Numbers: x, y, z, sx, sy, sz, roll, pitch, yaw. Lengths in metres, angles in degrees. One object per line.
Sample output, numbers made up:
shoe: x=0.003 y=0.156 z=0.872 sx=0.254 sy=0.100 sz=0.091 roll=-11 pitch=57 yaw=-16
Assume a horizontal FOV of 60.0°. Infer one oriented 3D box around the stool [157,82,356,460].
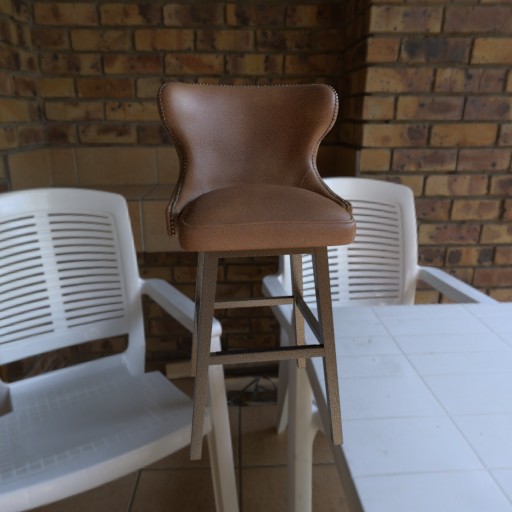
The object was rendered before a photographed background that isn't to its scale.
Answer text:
stool: x=0.000 y=0.000 z=1.451 sx=0.591 sy=1.087 sz=0.606 roll=-3 pitch=17 yaw=-8
